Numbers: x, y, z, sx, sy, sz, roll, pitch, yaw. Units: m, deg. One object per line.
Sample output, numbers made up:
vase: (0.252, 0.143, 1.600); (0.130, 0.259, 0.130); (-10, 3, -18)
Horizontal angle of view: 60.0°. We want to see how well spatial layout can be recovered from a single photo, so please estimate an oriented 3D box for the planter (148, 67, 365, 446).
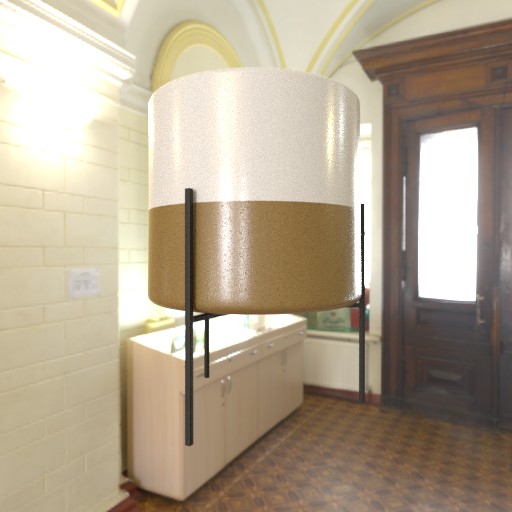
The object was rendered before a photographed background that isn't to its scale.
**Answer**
planter: (0.000, 0.000, 0.653); (0.310, 0.432, 0.310); (0, 0, -17)
